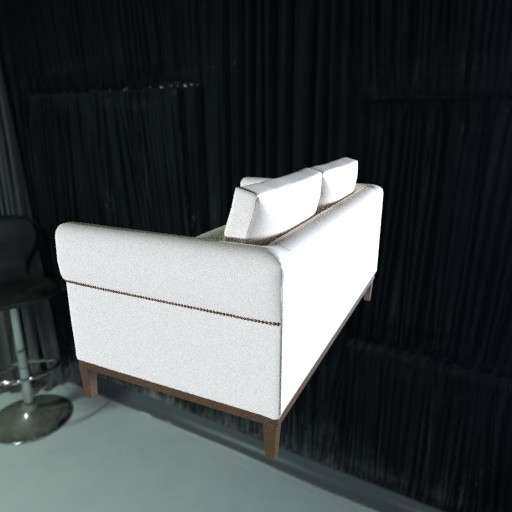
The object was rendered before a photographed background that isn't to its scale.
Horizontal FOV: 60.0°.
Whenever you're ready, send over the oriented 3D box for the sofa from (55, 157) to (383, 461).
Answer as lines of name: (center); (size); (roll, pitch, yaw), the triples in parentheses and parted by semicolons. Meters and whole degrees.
sofa: (0.000, 0.000, 2.156); (0.905, 0.873, 1.598); (8, 19, 24)
